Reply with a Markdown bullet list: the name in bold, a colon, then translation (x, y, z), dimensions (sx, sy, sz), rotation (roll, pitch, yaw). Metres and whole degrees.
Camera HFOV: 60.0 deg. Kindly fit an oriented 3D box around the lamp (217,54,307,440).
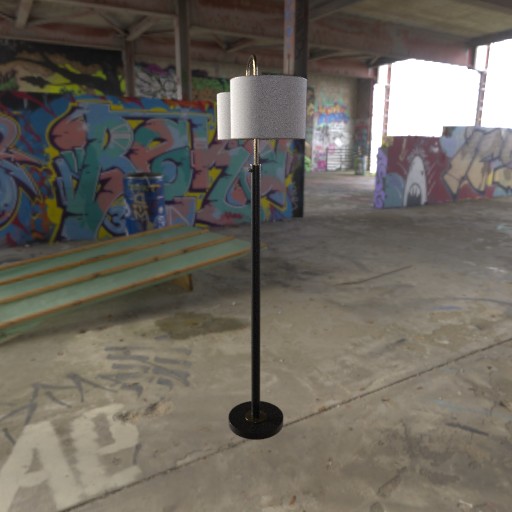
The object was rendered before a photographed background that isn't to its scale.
- **lamp**: translation (0.000, 0.000, 1.856), dimensions (0.254, 1.587, 0.711), rotation (-3, 15, -10)
